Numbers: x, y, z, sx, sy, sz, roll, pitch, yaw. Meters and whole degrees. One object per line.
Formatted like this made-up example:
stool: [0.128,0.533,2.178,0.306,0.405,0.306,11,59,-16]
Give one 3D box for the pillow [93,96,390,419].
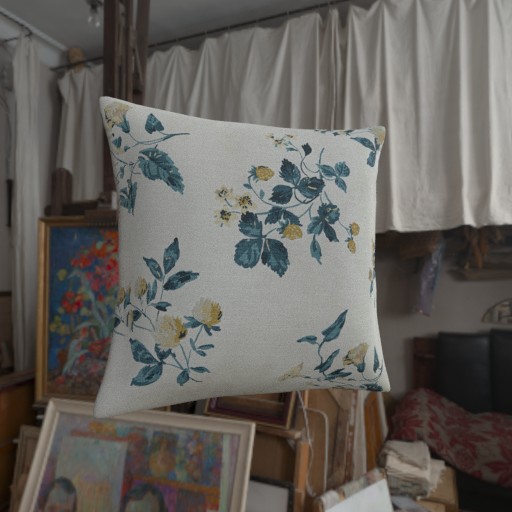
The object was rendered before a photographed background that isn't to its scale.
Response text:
pillow: [0.000,0.000,0.771,0.526,0.507,0.166,1,-2,-17]
